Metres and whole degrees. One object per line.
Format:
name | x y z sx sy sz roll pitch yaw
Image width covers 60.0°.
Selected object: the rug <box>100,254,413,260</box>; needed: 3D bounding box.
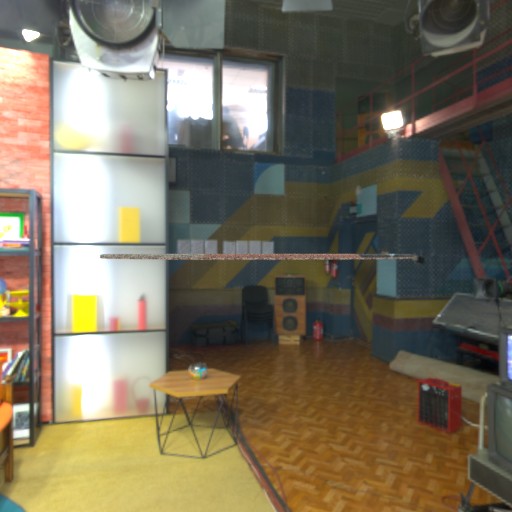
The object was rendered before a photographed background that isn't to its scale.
rug | 0.000 0.000 3.686 2.461 0.033 2.461 0 0 0
